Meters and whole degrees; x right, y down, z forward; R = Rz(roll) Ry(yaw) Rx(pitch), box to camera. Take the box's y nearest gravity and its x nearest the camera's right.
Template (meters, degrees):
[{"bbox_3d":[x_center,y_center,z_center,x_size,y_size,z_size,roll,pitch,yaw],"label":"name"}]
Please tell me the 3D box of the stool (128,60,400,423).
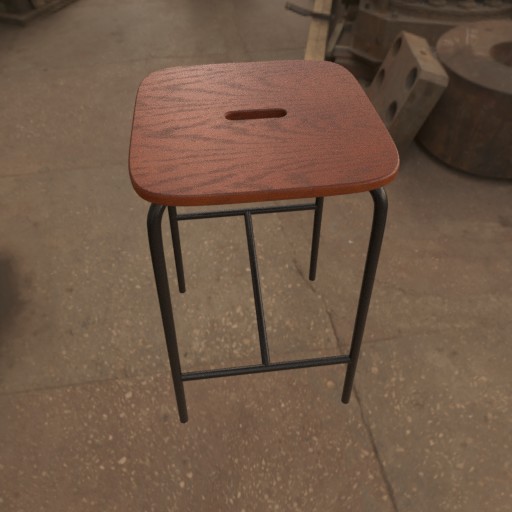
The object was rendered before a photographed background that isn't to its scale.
[{"bbox_3d":[0.000,0.000,0.873,0.376,0.610,0.376,-5,47,-5],"label":"stool"}]
